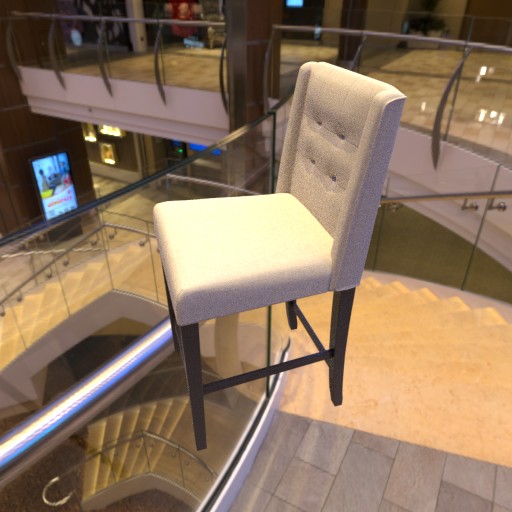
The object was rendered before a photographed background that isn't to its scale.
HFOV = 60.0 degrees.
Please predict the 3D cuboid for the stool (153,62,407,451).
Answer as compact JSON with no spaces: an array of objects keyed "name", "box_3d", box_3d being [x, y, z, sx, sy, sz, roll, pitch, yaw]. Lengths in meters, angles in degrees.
[{"name":"stool","box_3d":[0.000,0.000,1.236,0.509,0.939,0.474,-9,33,-15]}]
